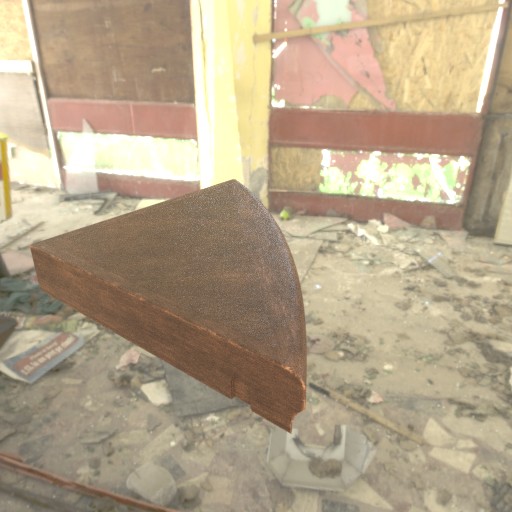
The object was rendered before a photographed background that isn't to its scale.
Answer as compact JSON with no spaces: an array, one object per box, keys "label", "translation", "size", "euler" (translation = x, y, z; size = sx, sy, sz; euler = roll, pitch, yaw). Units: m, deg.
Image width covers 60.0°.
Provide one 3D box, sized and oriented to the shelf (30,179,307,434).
[{"label":"shelf","translation":[0.000,0.000,0.458],"size":[0.310,0.050,0.310],"euler":[18,31,34]}]
